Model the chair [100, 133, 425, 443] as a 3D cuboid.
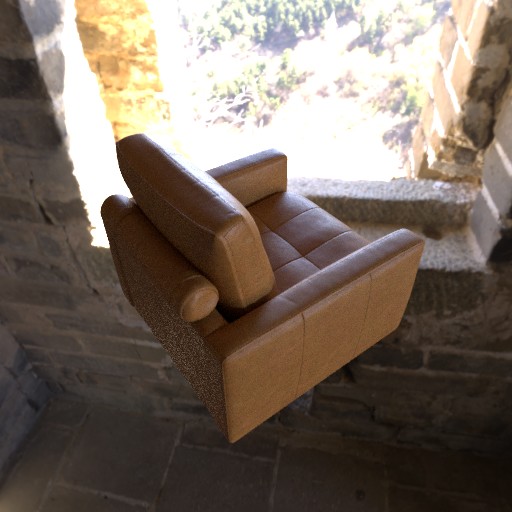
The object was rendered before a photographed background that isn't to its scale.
[{"bbox_3d":[0.000,0.000,1.591,0.868,0.896,0.831,-26,48,-26],"label":"chair"}]
